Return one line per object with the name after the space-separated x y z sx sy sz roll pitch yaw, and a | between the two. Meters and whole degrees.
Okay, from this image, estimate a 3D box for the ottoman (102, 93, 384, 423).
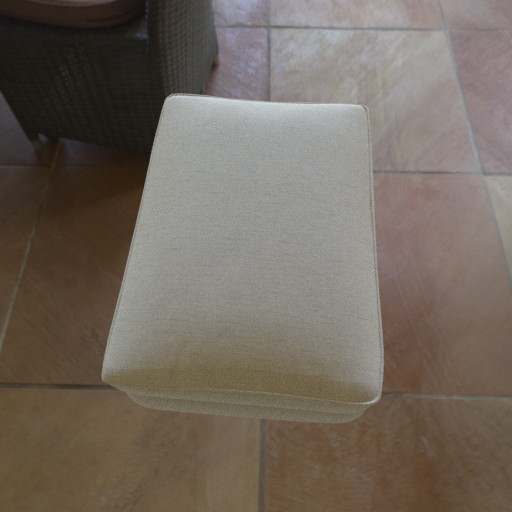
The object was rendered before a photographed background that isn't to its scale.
0.000 0.000 0.981 0.501 0.406 0.665 4 63 2 | ottoman
